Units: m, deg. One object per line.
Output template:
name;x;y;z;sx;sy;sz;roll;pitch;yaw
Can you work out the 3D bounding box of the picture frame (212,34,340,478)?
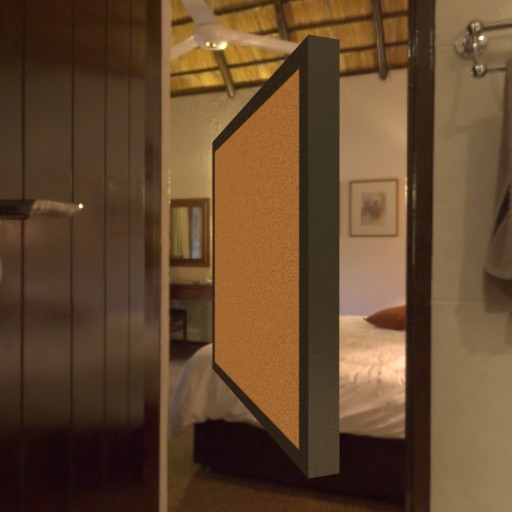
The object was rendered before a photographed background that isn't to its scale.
picture frame;0.000;0.000;0.525;0.029;0.353;0.355;0;0;-18
